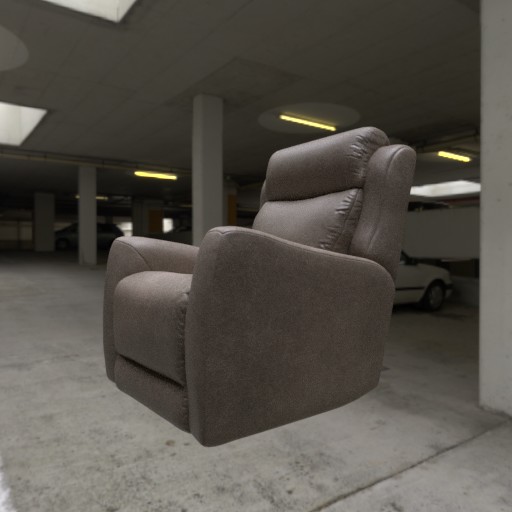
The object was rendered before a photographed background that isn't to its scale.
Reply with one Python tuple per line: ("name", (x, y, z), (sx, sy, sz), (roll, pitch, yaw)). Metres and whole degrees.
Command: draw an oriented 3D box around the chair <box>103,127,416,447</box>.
("chair", (0.000, 0.000, 1.908), (1.068, 1.116, 0.967), (0, 1, -36))
